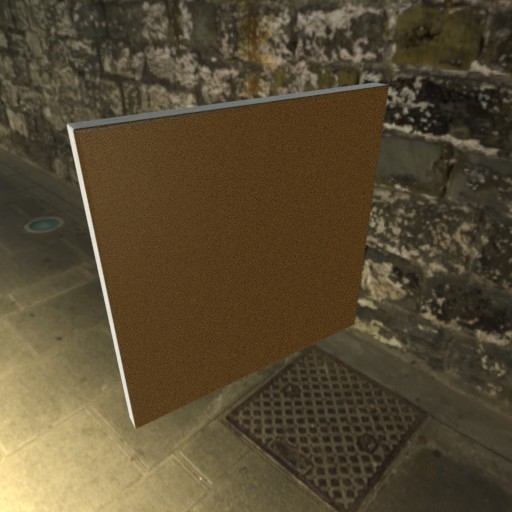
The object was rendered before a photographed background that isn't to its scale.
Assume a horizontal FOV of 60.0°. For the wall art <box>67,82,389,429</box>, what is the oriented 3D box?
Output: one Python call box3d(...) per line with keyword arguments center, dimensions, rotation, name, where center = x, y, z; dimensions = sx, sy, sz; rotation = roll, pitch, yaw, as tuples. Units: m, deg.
box3d(center=(0.000, 0.000, 1.912), dimensions=(1.287, 1.288, 0.078), rotation=(-18, 35, -28), name="wall art")
